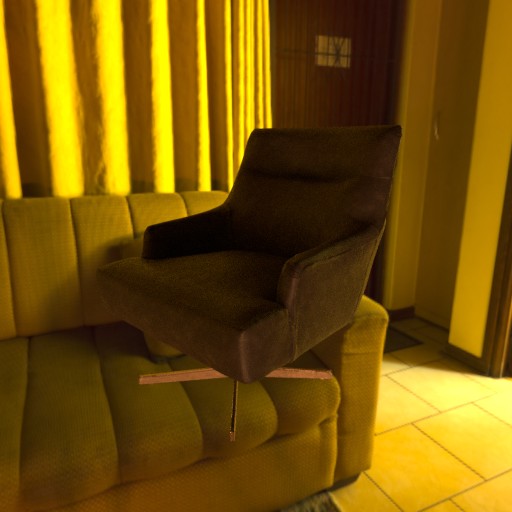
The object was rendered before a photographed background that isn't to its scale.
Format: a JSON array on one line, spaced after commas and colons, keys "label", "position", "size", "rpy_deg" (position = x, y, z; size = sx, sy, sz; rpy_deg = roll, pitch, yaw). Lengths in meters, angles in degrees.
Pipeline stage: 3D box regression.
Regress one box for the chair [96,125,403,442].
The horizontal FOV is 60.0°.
[{"label": "chair", "position": [0.000, 0.000, 1.530], "size": [0.738, 0.870, 0.874], "rpy_deg": [14, 20, 43]}]
